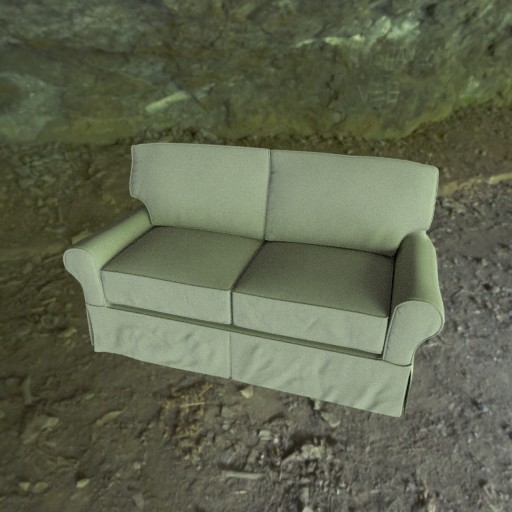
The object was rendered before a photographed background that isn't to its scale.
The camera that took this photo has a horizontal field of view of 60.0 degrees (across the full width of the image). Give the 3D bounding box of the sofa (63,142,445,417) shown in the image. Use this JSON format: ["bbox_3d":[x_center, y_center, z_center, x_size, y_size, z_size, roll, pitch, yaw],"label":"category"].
[{"bbox_3d":[0.000,0.000,2.341,1.823,1.024,0.841,8,28,16],"label":"sofa"}]
